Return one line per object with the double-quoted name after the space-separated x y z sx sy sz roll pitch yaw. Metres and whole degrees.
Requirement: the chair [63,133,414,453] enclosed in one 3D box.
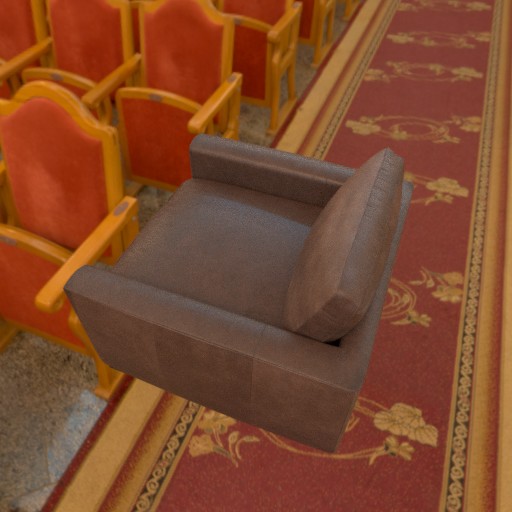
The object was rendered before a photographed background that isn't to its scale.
0.000 0.000 1.846 1.069 0.812 1.100 17 50 15 "chair"
